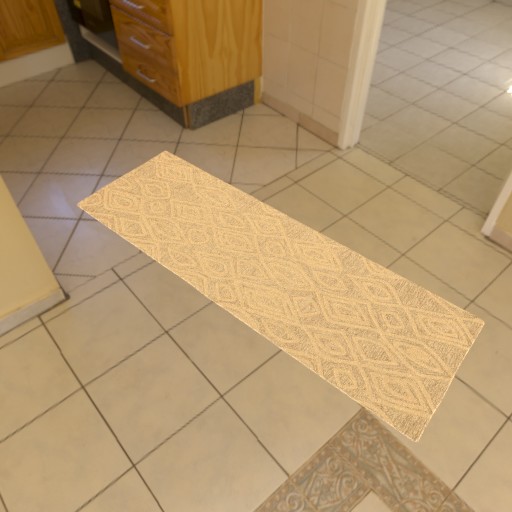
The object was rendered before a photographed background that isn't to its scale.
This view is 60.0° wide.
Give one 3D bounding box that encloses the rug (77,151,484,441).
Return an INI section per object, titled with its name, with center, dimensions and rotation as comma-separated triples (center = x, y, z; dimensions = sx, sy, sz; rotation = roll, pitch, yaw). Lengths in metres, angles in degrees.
[rug]
center = 0.000, 0.000, 2.617
dimensions = 2.436, 0.013, 0.807
rotation = 31, 55, 25
